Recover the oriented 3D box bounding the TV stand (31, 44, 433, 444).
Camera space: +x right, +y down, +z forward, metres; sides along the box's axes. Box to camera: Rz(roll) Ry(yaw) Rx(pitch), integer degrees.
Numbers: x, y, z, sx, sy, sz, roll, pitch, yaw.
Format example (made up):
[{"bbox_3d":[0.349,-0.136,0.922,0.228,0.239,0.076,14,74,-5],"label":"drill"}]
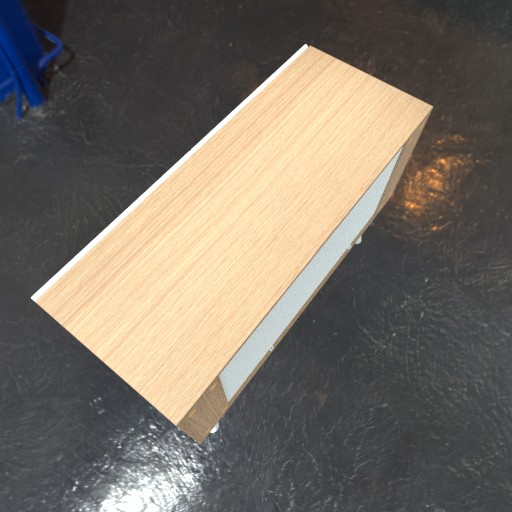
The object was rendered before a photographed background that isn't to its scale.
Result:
[{"bbox_3d":[0.000,0.000,1.326,0.407,0.660,0.991,34,68,16],"label":"TV stand"}]
